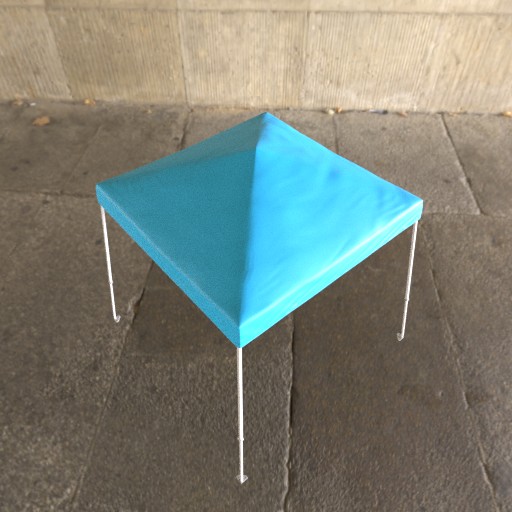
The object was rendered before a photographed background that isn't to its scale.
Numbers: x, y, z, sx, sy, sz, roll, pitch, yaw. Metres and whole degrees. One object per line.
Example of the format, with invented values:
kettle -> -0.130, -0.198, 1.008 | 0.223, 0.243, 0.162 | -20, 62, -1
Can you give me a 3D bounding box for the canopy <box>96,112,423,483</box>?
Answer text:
canopy -> 0.000, 0.000, 5.112 | 2.849, 2.849, 2.848 | -32, 54, -27
